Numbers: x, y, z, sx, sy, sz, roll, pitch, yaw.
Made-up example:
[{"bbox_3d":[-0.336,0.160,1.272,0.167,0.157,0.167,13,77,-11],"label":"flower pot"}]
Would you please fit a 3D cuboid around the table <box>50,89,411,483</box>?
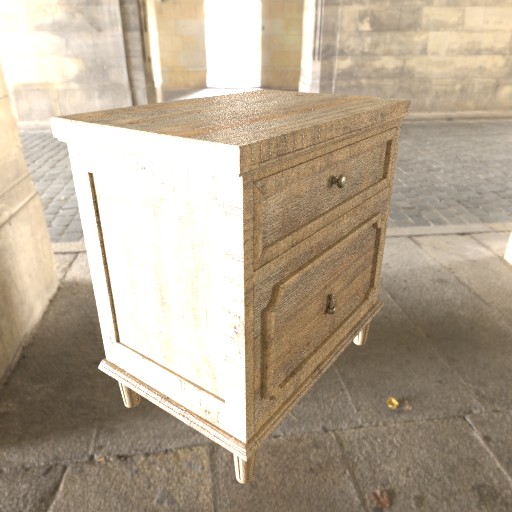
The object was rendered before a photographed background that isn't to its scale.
[{"bbox_3d":[0.000,0.000,1.107,0.457,0.711,0.686,18,31,32],"label":"table"}]
